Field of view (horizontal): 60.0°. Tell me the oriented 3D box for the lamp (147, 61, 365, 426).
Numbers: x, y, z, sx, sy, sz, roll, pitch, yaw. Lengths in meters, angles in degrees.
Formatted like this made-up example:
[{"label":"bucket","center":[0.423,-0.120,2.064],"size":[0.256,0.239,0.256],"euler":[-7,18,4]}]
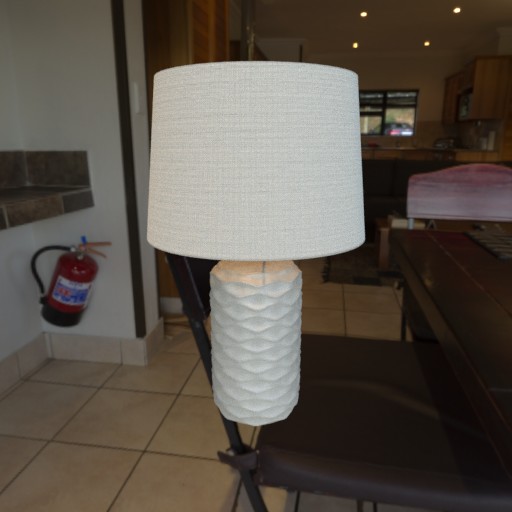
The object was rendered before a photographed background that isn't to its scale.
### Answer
[{"label":"lamp","center":[0.000,0.000,0.794],"size":[0.376,0.594,0.376],"euler":[0,14,0]}]
